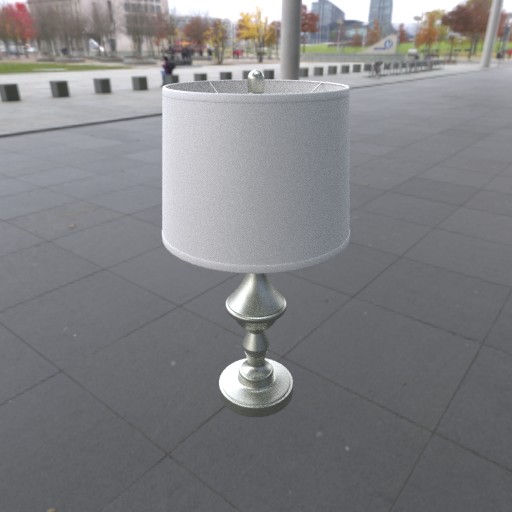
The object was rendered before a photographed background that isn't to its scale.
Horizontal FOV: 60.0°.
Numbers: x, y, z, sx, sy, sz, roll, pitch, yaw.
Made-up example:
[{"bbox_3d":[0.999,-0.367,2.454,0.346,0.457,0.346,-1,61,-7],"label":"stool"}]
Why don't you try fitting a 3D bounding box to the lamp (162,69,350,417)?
[{"bbox_3d":[0.000,0.000,0.945,0.383,0.733,0.383,0,25,0],"label":"lamp"}]
